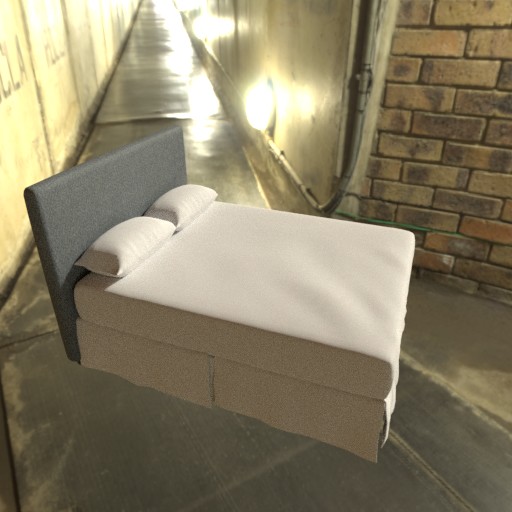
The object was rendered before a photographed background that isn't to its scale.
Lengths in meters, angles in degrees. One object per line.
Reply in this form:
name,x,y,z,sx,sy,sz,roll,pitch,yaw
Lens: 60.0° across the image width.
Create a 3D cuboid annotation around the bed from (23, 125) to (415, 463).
bed,0.000,0.000,3.099,2.142,1.330,1.723,11,31,18
